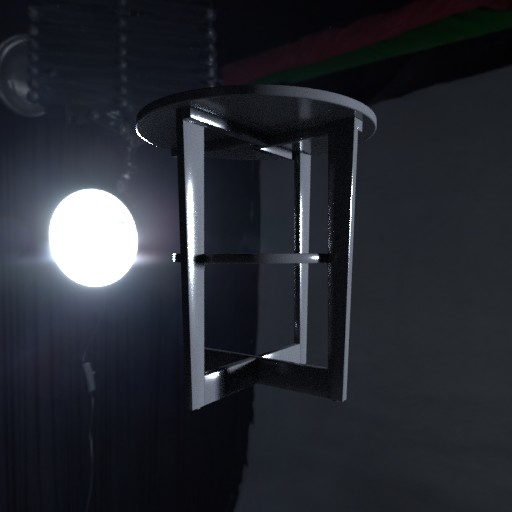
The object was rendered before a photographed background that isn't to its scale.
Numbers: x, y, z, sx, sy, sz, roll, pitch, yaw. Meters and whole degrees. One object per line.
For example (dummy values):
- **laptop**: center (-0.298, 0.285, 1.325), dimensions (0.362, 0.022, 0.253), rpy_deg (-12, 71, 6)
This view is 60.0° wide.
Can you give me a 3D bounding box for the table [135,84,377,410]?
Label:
- **table**: center (0.000, 0.000, 0.955), dimensions (0.500, 0.550, 0.500), rpy_deg (0, 1, 0)
